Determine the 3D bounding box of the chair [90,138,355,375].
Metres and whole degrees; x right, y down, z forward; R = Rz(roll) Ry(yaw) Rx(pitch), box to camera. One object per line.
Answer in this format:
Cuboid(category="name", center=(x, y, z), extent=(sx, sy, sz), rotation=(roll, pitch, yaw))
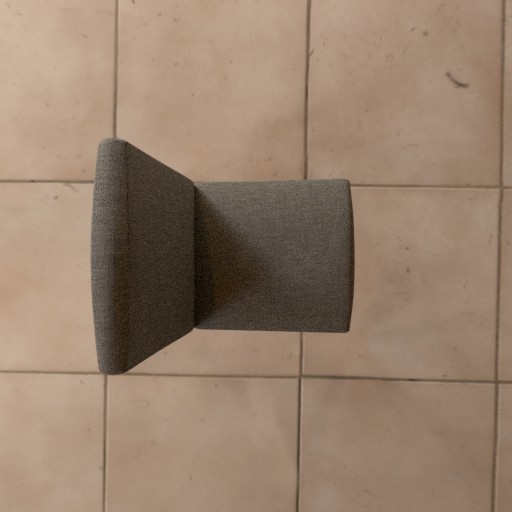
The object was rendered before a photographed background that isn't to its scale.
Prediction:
Cuboid(category="chair", center=(0.000, 0.000, 1.237), extent=(0.580, 0.917, 0.451), rotation=(0, 90, 1))
